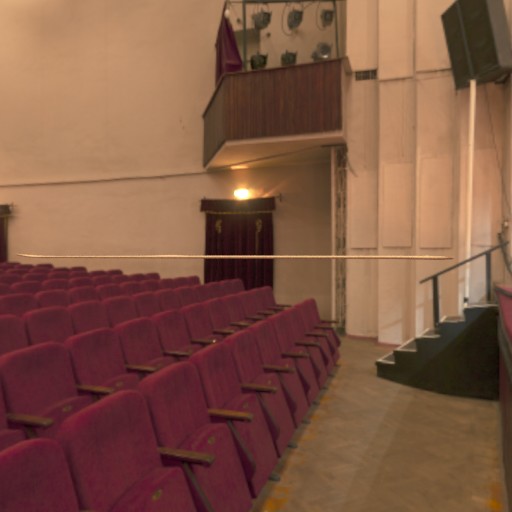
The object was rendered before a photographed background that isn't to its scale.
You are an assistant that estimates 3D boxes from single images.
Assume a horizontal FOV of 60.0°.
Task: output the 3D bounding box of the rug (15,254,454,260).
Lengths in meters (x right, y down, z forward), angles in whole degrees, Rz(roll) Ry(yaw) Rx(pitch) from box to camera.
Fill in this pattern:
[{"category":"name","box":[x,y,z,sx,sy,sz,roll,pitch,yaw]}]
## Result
[{"category":"rug","box":[0.000,0.000,3.803,2.897,0.035,2.277,0,0,18]}]
